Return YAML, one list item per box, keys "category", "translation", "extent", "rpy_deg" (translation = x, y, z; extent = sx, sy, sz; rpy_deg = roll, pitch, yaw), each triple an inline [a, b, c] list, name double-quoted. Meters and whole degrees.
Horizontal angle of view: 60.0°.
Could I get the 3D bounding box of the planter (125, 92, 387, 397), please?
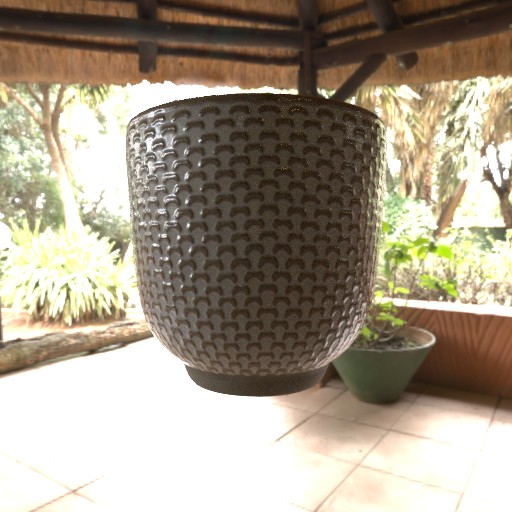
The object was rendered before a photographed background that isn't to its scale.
- category: "planter"
  translation: [0.000, 0.000, 0.349]
  extent: [0.197, 0.191, 0.197]
  rpy_deg: [0, 1, 0]
